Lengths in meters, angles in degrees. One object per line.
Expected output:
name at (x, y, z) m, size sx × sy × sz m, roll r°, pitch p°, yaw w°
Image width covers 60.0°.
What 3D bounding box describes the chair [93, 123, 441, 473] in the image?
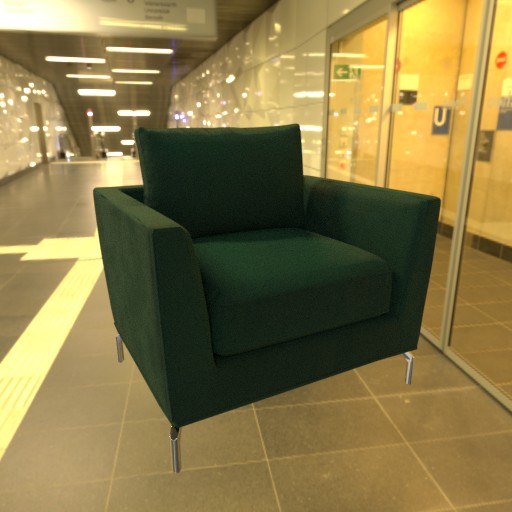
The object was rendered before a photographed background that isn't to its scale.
chair at (0.000, 0.000, 1.734) m, size 1.047 × 0.997 × 0.852 m, roll -9°, pitch 19°, yaw -28°
